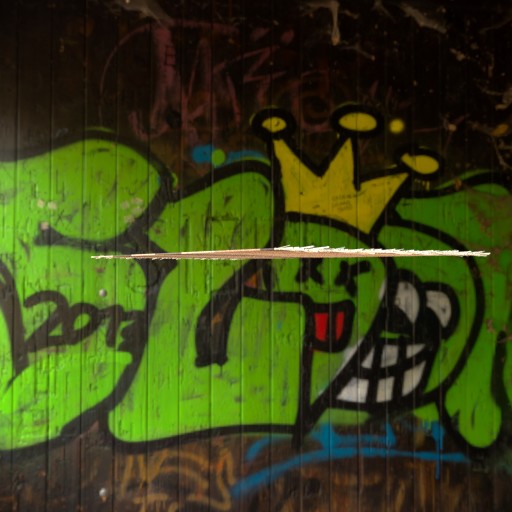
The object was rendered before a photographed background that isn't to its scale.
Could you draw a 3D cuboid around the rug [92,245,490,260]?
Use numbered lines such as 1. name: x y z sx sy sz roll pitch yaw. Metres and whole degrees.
1. rug: 0.000 0.000 2.485 1.224 0.027 2.021 1 -1 -37
